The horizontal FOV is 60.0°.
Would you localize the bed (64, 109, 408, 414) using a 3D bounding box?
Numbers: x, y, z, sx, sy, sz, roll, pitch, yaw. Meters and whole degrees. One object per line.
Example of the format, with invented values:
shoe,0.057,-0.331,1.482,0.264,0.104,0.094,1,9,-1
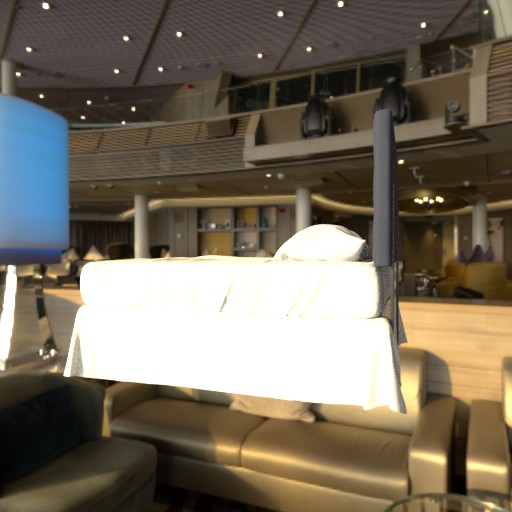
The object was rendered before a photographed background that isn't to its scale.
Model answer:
bed,0.000,0.000,3.418,2.222,1.577,1.936,0,1,19
